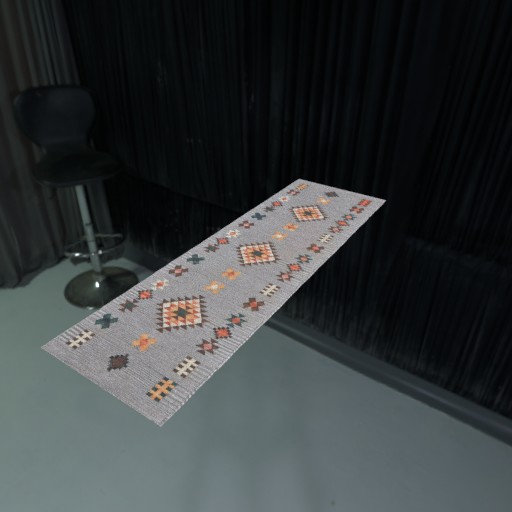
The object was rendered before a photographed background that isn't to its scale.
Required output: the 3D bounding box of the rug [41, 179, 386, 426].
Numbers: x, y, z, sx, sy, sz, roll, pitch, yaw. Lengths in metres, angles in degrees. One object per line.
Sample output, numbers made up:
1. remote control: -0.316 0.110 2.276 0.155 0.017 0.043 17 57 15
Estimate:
1. rug: 0.000 0.000 2.725 0.766 0.008 2.432 20 37 28
